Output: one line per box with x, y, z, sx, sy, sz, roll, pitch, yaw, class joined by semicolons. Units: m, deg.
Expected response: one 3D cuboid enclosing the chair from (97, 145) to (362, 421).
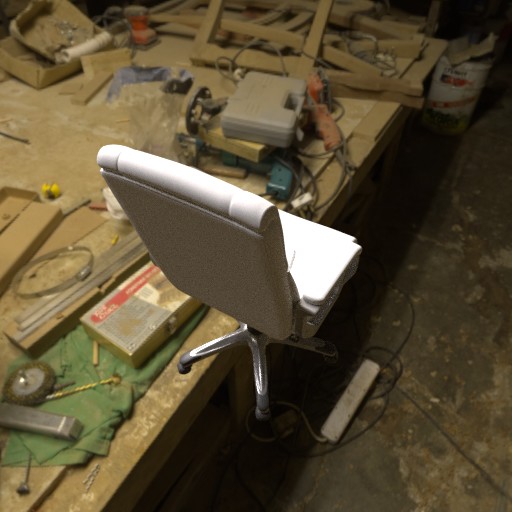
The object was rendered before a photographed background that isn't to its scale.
0.000;0.000;1.572;0.687;1.120;0.738;23;49;22;chair
